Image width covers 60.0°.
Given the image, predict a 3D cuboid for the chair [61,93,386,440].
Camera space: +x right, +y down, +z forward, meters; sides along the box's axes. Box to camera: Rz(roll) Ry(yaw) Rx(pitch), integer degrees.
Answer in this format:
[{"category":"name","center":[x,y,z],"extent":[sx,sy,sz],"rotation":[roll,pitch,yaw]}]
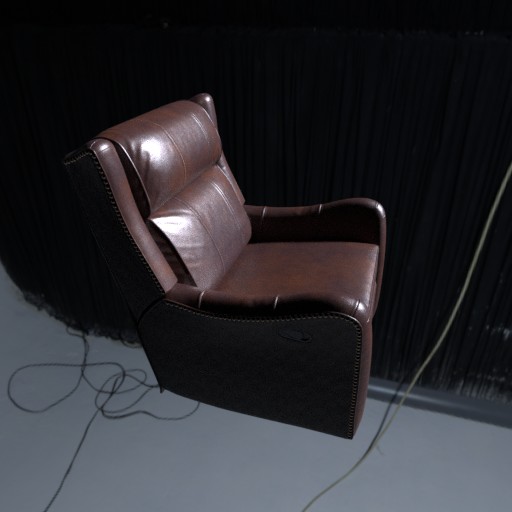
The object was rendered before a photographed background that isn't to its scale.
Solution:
[{"category":"chair","center":[0.000,0.000,1.791],"extent":[1.008,1.084,0.869],"rotation":[9,31,15]}]
